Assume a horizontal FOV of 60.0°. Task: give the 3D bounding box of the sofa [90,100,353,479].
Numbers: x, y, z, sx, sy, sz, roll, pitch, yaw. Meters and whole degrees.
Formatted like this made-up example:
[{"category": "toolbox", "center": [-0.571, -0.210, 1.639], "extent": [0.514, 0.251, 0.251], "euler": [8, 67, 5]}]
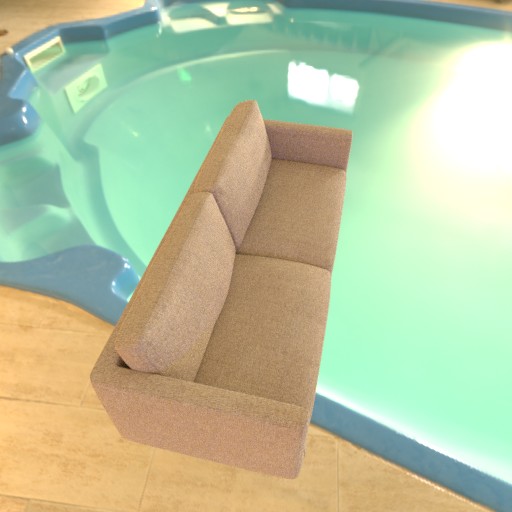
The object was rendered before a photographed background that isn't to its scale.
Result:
[{"category": "sofa", "center": [0.000, 0.000, 2.676], "extent": [0.951, 0.965, 2.208], "euler": [10, 48, 9]}]
